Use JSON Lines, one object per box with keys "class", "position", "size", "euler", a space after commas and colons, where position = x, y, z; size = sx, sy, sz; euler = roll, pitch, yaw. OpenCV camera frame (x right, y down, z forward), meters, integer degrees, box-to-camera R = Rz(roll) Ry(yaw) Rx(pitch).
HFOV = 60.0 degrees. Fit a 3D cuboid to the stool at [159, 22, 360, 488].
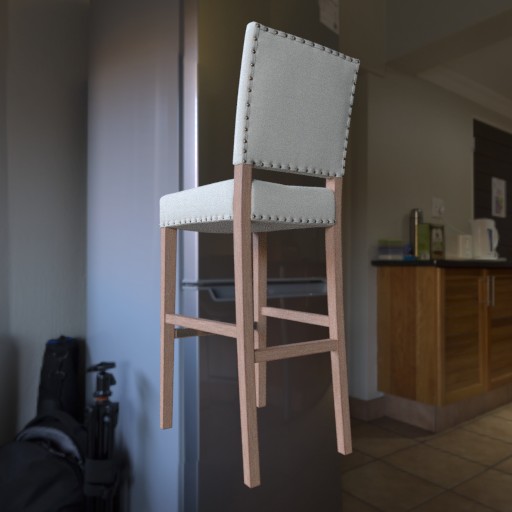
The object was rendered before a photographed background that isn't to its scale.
{"class": "stool", "position": [0.000, 0.000, 1.384], "size": [0.428, 1.143, 0.546], "euler": [0, -1, -34]}
